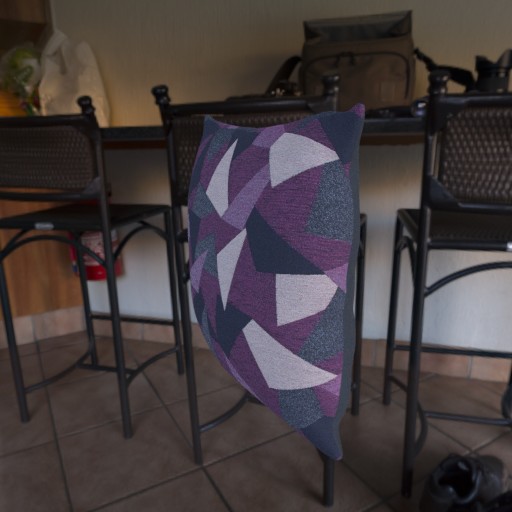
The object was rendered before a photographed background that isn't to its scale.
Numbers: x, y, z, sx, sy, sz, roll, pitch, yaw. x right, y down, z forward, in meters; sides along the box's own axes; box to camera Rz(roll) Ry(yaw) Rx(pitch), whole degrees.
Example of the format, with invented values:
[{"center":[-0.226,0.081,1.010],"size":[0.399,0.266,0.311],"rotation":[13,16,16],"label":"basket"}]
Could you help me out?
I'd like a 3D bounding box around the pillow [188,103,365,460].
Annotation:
[{"center":[0.000,0.000,0.782],"size":[0.208,0.496,0.503],"rotation":[-8,17,-27],"label":"pillow"}]
